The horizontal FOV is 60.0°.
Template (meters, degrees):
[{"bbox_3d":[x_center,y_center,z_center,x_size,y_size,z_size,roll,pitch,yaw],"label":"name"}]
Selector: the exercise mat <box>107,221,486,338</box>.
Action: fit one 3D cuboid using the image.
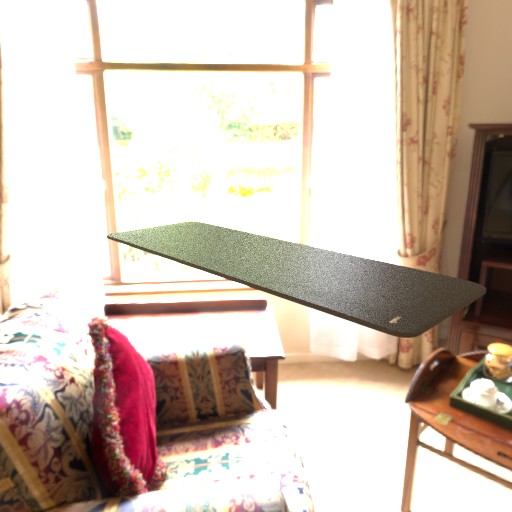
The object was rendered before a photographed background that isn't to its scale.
[{"bbox_3d":[0.000,0.000,2.084,0.616,0.021,1.869,-14,21,-43],"label":"exercise mat"}]
